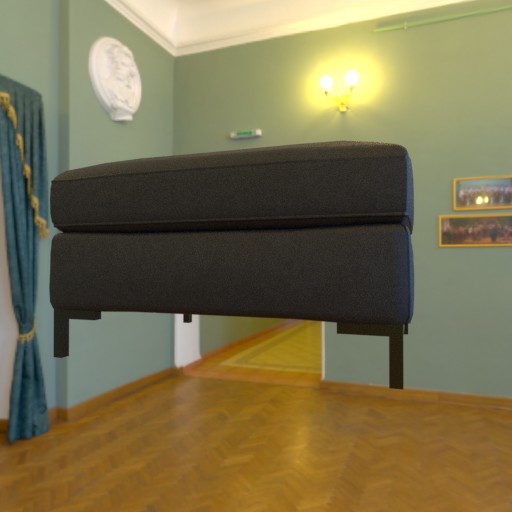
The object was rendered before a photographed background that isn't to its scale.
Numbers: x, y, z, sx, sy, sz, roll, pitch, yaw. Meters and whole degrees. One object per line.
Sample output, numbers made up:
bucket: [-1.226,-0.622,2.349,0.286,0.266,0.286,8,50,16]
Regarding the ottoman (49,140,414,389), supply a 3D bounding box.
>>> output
ottoman: [0.000,0.000,1.765,1.187,0.696,0.967,0,-1,20]
